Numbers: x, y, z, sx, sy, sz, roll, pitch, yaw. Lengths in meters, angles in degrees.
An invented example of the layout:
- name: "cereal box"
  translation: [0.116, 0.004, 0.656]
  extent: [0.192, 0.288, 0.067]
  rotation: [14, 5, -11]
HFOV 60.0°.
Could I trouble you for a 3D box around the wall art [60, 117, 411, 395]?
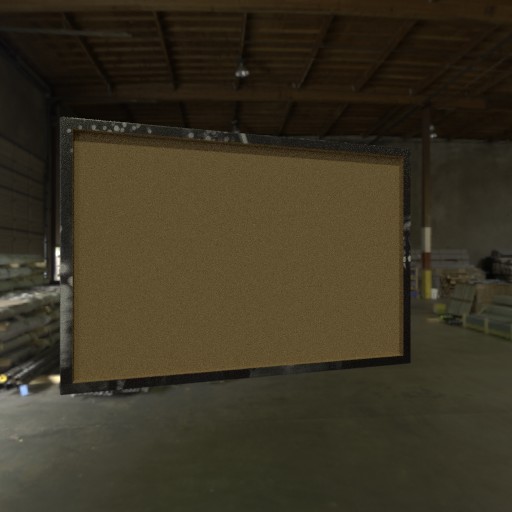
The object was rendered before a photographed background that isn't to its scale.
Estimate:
- name: "wall art"
  translation: [0.000, 0.000, 1.129]
  extent: [0.914, 0.609, 0.038]
  rotation: [0, 0, -18]
